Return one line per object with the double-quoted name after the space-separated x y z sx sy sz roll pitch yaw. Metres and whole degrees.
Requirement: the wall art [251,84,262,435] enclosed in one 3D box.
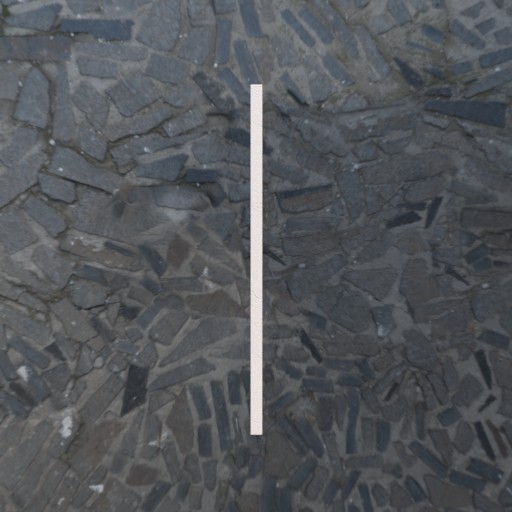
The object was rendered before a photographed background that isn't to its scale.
0.000 0.000 0.822 0.013 0.683 0.380 0 91 0 "wall art"
